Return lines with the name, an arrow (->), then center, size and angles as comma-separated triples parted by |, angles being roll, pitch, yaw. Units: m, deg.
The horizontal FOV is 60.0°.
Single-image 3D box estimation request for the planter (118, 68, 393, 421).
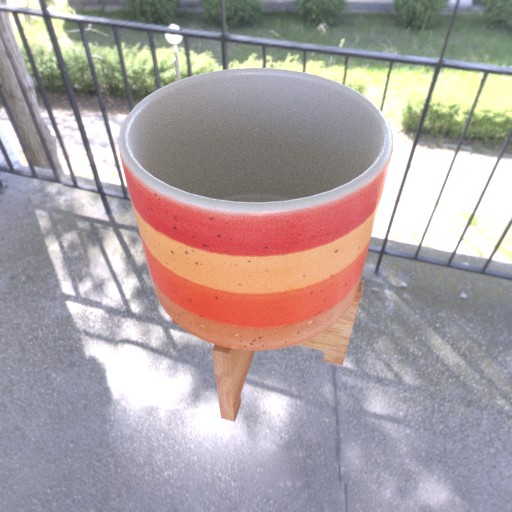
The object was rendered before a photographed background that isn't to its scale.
planter -> 0.000, 0.000, 0.406 | 0.199, 0.268, 0.199 | 0, 46, 0
